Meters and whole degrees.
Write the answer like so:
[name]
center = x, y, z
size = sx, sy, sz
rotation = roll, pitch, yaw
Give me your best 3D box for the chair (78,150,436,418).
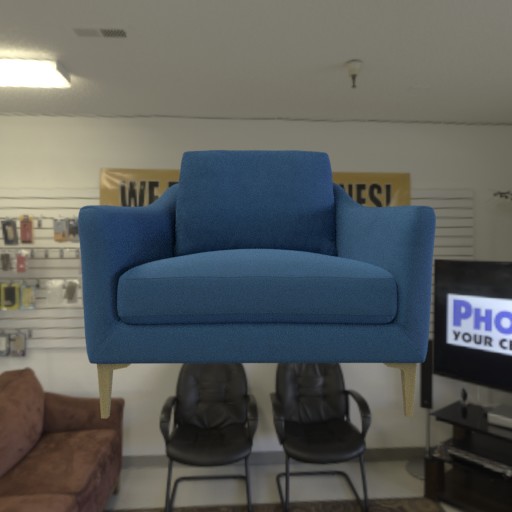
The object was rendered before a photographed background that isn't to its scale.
[chair]
center = 0.000, 0.000, 1.672
size = 0.987, 0.899, 0.961
rotation = 0, 1, -1
